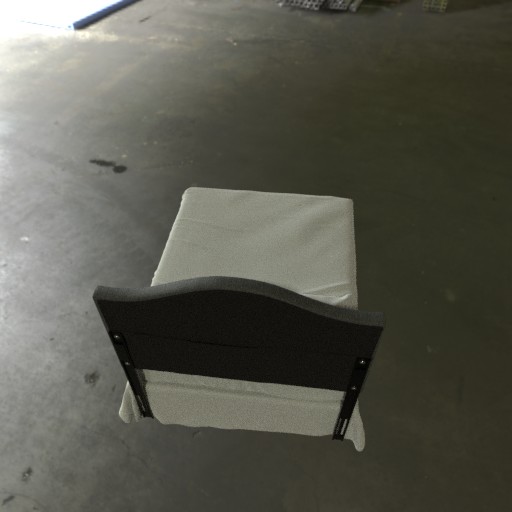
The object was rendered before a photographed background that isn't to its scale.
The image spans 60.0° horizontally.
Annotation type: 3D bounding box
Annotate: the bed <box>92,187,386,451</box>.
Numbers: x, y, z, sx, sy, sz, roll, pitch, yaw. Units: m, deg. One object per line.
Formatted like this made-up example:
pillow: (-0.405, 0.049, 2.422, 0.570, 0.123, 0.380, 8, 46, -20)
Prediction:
bed: (0.000, 0.000, 3.507, 1.876, 1.645, 2.221, 5, 46, 5)
